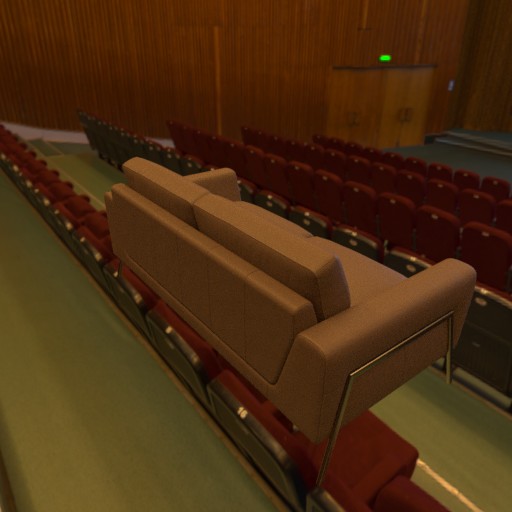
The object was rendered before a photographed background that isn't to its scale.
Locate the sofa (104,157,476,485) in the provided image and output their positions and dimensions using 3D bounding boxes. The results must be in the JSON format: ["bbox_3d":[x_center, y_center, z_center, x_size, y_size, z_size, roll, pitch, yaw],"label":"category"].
[{"bbox_3d":[0.000,0.000,2.469,0.953,0.875,2.017,-19,33,-33],"label":"sofa"}]
